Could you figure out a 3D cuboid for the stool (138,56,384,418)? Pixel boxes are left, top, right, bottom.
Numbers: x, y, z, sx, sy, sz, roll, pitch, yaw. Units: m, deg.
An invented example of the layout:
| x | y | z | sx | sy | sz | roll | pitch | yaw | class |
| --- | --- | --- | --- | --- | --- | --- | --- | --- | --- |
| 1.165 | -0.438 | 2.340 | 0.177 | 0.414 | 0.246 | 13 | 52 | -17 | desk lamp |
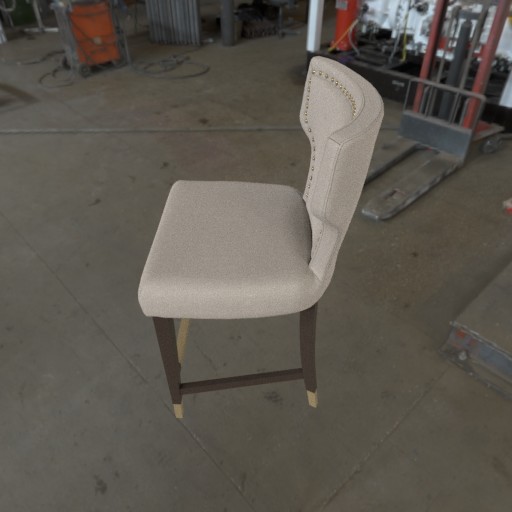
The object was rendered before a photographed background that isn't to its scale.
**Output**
| x | y | z | sx | sy | sz | roll | pitch | yaw | class |
| --- | --- | --- | --- | --- | --- | --- | --- | --- | --- |
| 0.000 | 0.000 | 1.307 | 0.563 | 0.982 | 0.527 | 1 | 40 | 1 | stool |
